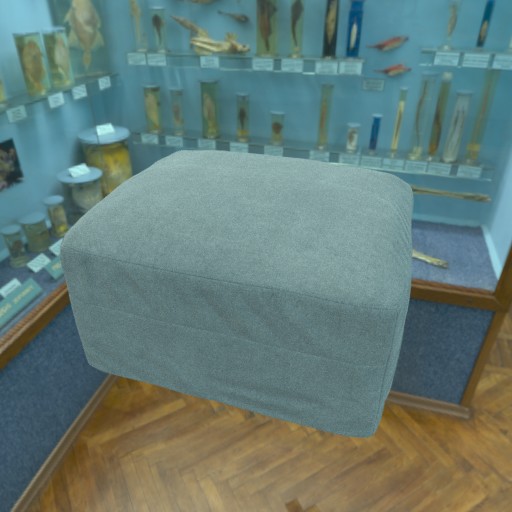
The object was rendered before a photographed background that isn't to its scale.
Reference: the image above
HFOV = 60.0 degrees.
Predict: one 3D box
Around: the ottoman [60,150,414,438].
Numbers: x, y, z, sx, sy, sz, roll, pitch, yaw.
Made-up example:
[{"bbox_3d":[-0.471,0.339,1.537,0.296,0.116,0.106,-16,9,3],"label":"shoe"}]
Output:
[{"bbox_3d":[0.000,0.000,1.266,0.837,0.481,0.683,10,34,15],"label":"ottoman"}]
